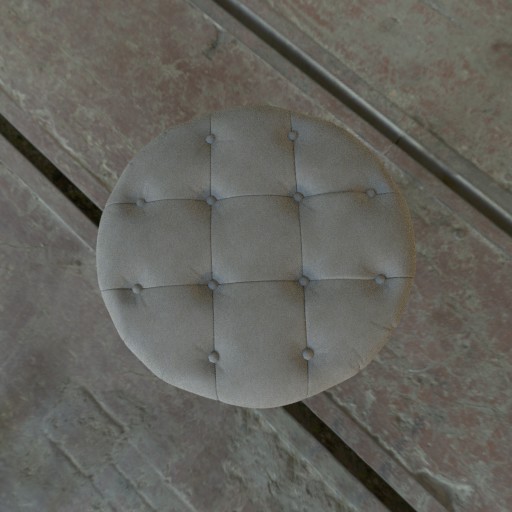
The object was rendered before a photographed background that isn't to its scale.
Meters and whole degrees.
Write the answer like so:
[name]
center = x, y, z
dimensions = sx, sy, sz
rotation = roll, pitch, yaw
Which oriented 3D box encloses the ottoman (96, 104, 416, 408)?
[ottoman]
center = 0.000, 0.000, 1.401
dimensions = 0.901, 0.439, 0.901
rotation = 0, 76, 0
